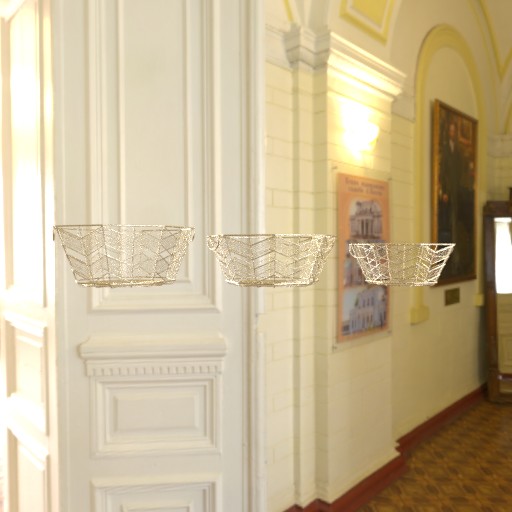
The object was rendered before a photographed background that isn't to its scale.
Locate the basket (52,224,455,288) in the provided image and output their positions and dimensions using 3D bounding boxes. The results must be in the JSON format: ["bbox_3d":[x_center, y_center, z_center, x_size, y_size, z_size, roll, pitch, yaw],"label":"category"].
[{"bbox_3d":[0.000,0.000,1.389,1.246,0.178,0.432,0,1,0],"label":"basket"}]
